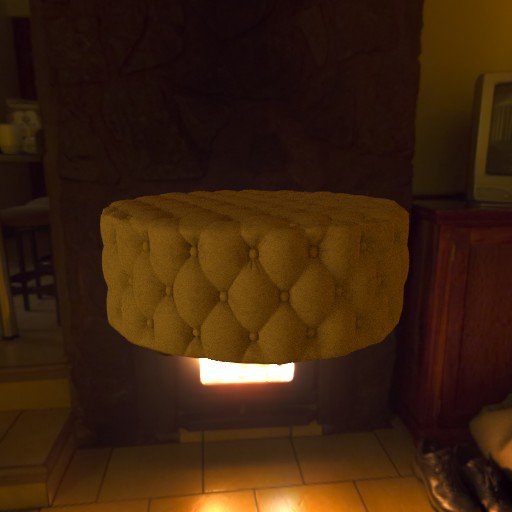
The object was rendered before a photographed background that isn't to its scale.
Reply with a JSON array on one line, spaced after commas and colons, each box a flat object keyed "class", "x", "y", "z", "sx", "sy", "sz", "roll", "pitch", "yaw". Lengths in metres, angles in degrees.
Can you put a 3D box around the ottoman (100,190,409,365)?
[{"class": "ottoman", "x": 0.000, "y": 0.000, "z": 1.520, "sx": 0.998, "sy": 0.399, "sz": 0.998, "roll": 0, "pitch": 13, "yaw": 0}]
